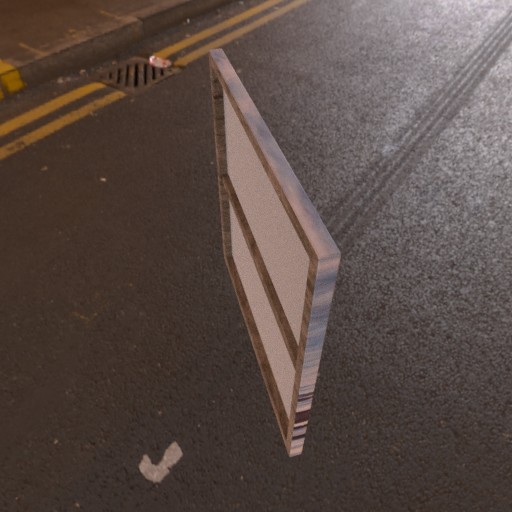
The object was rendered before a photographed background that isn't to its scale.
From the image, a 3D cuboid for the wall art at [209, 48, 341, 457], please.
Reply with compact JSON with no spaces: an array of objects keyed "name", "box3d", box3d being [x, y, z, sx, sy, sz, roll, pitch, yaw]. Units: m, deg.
[{"name":"wall art","box3d":[0.000,0.000,1.126,0.035,0.747,0.747,-12,47,-11]}]
